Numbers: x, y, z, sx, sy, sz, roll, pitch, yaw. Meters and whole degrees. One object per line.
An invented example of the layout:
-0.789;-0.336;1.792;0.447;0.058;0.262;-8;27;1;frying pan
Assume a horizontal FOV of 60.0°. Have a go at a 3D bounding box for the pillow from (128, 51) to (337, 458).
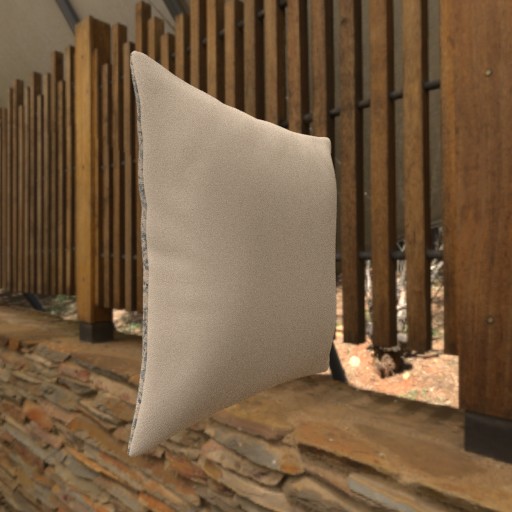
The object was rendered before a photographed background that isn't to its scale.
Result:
0.000;0.000;0.761;0.166;0.510;0.523;0;0;37;pillow
